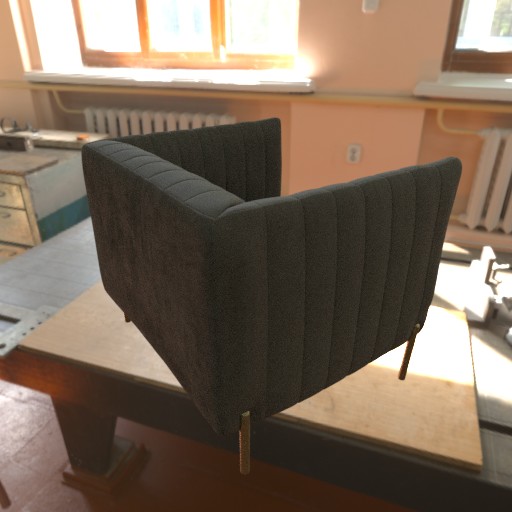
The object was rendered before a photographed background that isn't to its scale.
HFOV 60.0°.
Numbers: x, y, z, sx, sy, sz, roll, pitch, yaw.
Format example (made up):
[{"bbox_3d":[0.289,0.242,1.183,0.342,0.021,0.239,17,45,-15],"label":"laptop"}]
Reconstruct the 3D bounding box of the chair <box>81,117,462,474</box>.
[{"bbox_3d":[0.000,0.000,1.572,0.873,0.779,0.981,-18,31,-31],"label":"chair"}]
